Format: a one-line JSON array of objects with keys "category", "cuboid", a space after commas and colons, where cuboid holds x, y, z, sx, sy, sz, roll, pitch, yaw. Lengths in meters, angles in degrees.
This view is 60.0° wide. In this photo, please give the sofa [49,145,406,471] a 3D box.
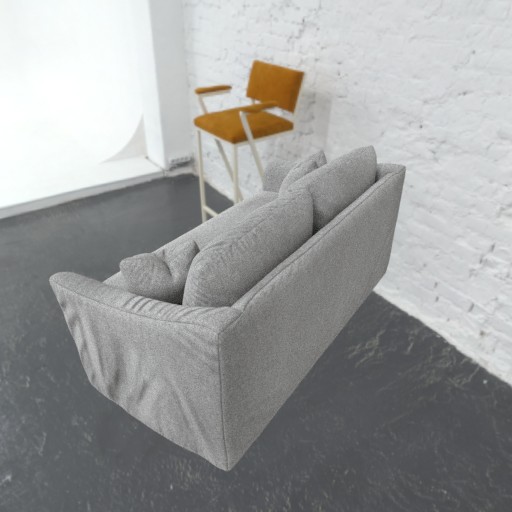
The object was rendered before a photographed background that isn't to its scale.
[{"category": "sofa", "cuboid": [0.000, 0.000, 2.634, 1.072, 1.018, 2.010, 19, 36, 29]}]
